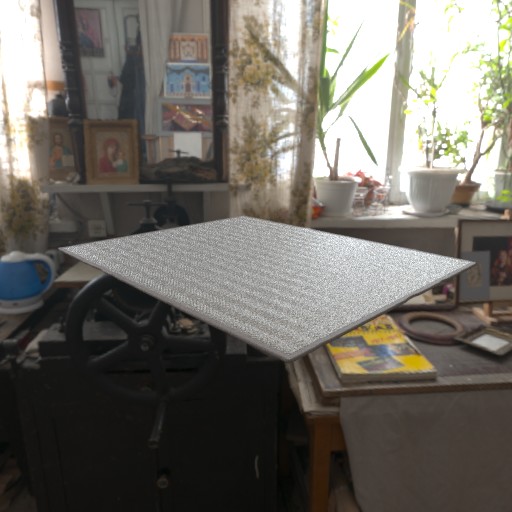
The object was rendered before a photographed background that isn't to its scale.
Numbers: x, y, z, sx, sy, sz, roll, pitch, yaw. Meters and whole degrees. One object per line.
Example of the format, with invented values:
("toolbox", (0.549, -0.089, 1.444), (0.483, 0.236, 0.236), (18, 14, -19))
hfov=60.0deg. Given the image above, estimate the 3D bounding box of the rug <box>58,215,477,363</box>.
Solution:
("rug", (0.000, 0.000, 4.055), (2.434, 0.032, 3.007), (-15, 22, -42))
